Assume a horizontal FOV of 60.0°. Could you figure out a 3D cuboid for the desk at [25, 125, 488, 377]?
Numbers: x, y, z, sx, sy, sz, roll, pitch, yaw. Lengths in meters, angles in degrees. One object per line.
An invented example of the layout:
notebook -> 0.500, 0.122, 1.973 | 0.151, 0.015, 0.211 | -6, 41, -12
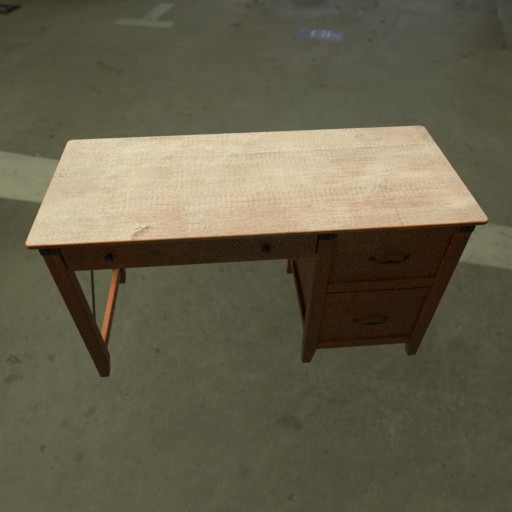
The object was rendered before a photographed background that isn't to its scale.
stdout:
desk -> 0.000, 0.000, 1.746 | 1.353, 0.756, 0.574 | -3, 45, -3
